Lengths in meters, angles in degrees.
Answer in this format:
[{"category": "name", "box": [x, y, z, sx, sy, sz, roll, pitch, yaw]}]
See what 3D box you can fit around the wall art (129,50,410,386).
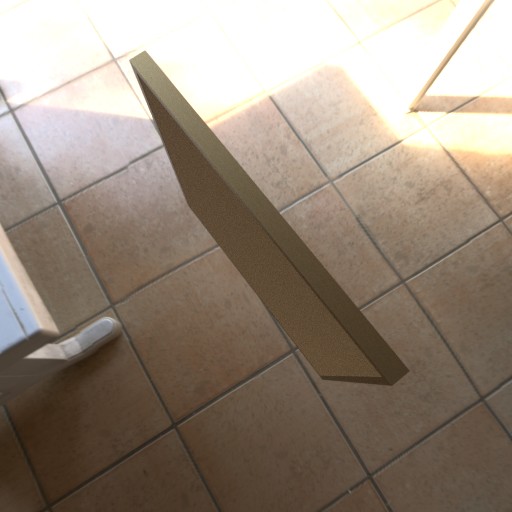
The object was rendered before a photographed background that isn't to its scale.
[{"category": "wall art", "box": [0.000, 0.000, 1.151, 0.038, 0.762, 0.762, -36, 78, -9]}]
